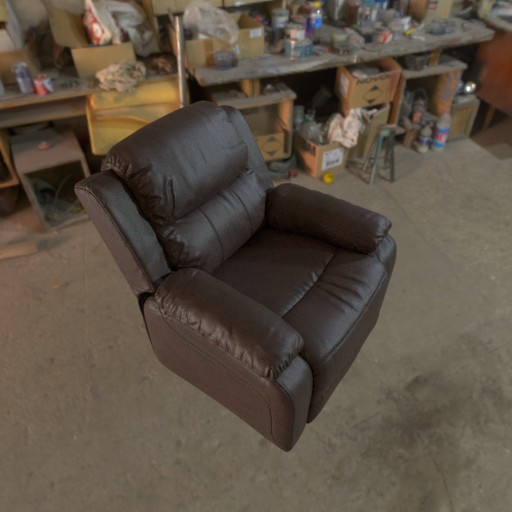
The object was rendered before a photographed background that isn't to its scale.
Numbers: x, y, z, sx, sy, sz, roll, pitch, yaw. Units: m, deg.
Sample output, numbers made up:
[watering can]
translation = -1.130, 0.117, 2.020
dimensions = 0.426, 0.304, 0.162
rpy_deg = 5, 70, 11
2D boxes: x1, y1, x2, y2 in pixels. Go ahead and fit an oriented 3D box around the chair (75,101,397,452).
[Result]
[chair]
translation = 0.000, 0.000, 1.297
dimensions = 0.707, 0.702, 0.680
rpy_deg = 25, 47, 25
